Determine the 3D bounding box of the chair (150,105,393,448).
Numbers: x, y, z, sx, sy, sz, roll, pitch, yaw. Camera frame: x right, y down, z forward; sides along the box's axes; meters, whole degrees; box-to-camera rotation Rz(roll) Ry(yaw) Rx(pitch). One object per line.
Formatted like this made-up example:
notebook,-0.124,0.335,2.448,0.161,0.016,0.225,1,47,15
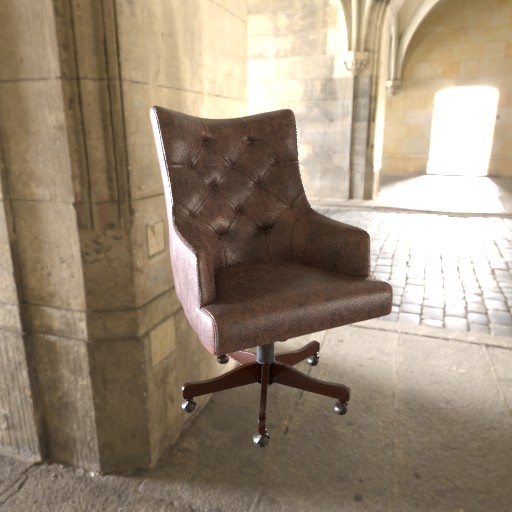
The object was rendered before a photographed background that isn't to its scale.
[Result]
chair,0.000,0.000,1.589,0.641,1.035,0.762,-8,18,-26
